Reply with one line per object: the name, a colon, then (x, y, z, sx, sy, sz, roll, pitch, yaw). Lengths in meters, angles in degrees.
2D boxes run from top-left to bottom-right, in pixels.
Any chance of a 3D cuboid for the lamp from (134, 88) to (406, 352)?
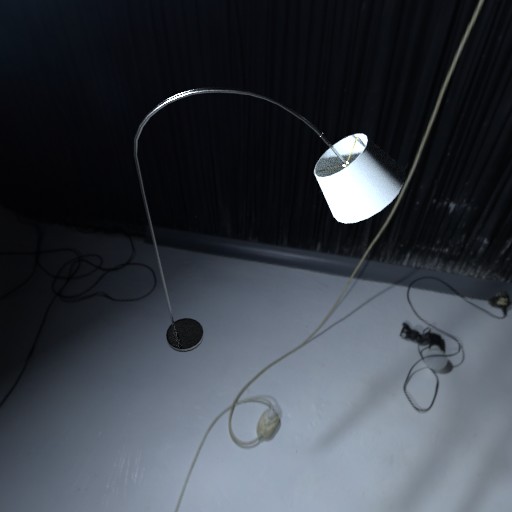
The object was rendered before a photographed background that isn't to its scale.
lamp: (0.000, 0.000, 2.702, 1.445, 2.098, 0.406, 8, 47, 8)
